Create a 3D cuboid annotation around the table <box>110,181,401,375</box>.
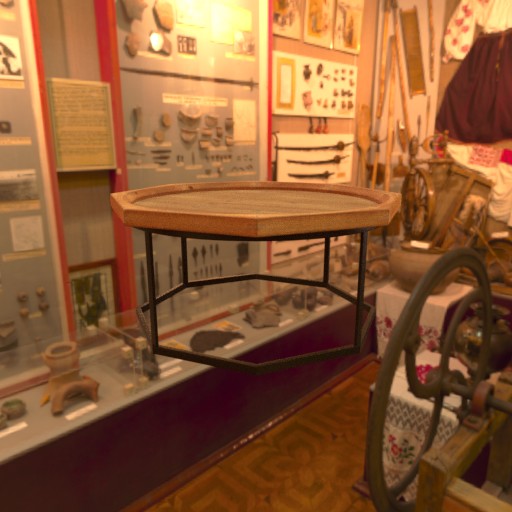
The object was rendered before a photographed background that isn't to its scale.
[{"bbox_3d":[0.000,0.000,1.579,1.002,0.444,1.002,0,15,0],"label":"table"}]
